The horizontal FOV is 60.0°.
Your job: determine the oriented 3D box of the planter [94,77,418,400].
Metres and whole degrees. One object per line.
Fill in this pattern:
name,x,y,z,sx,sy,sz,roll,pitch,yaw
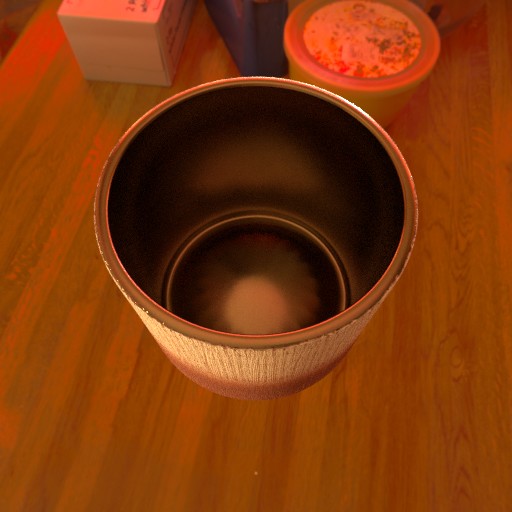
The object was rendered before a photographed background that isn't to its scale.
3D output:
planter,0.000,0.000,0.388,0.221,0.201,0.221,0,64,0
